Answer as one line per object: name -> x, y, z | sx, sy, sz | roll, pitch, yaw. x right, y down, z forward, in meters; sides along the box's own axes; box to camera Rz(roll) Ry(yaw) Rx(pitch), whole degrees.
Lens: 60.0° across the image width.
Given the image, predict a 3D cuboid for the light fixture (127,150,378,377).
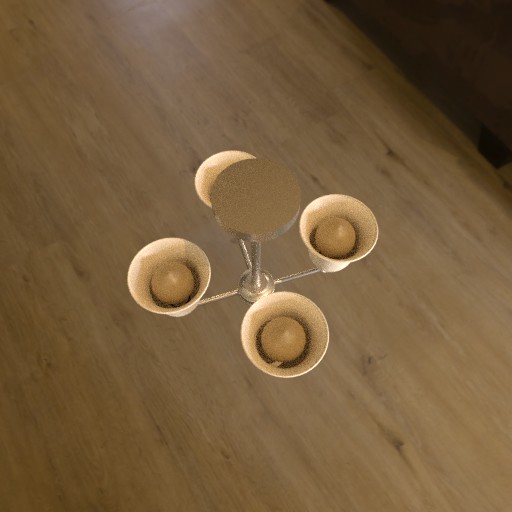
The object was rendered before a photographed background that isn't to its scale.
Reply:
light fixture -> 0.000, 0.000, 0.754 | 0.427, 0.370, 0.427 | -16, 65, -7
